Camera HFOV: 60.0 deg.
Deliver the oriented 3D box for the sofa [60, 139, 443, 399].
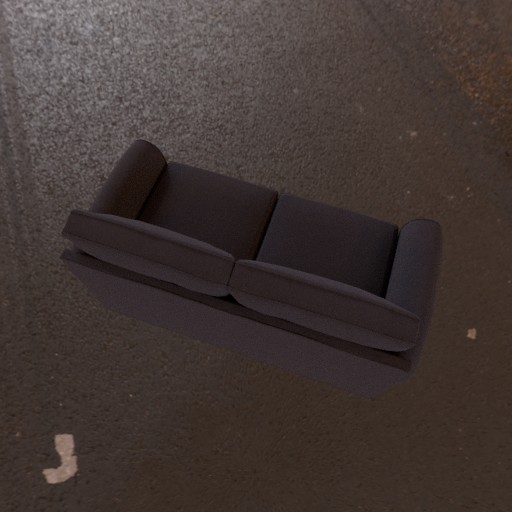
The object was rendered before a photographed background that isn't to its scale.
[{"bbox_3d":[0.000,0.000,2.579,2.009,1.031,0.951,17,65,8],"label":"sofa"}]
